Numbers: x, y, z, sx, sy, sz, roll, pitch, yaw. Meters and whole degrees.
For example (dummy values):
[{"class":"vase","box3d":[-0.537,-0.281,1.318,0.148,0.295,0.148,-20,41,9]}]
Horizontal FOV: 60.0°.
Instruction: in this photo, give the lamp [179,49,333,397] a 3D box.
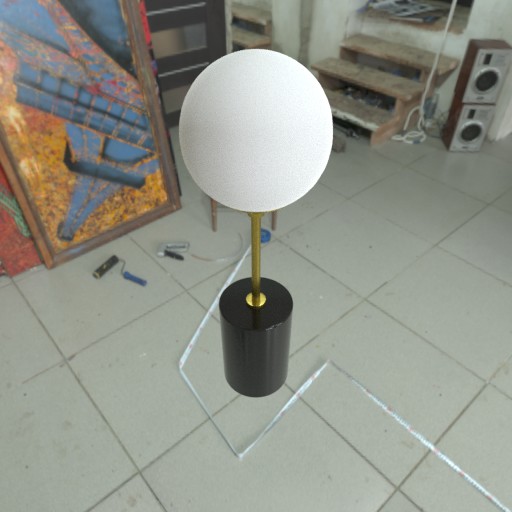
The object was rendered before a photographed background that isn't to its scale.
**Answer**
[{"class":"lamp","box3d":[0.000,0.000,0.553,0.153,0.480,0.153,0,41,0]}]
